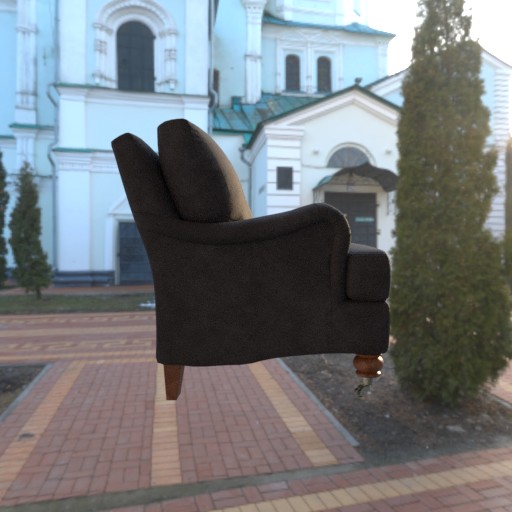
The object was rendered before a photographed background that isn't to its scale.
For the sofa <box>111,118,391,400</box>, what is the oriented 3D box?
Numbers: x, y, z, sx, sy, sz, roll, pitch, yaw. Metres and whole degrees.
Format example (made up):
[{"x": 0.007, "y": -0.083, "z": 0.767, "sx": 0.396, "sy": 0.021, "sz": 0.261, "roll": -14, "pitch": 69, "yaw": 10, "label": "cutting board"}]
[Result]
[{"x": 0.000, "y": 0.000, "z": 2.554, "sx": 1.084, "sy": 1.101, "sz": 1.853, "roll": 0, "pitch": 0, "yaw": 1, "label": "sofa"}]
